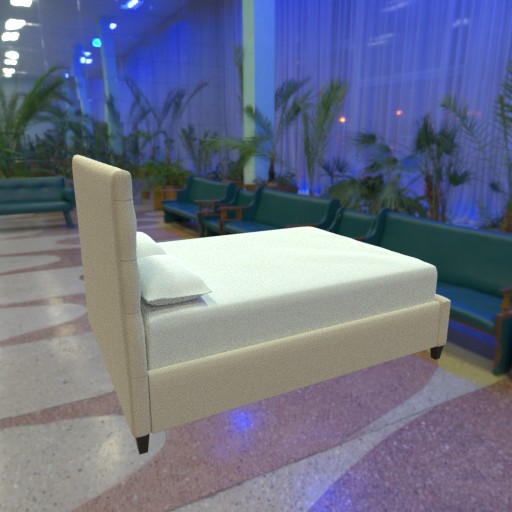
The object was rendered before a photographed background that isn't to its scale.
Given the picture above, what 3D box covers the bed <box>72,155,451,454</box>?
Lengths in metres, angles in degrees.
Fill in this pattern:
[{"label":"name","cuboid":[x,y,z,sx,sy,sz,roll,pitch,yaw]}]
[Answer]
[{"label":"bed","cuboid":[0.000,0.000,3.247,2.233,1.426,1.696,-8,17,-26]}]
